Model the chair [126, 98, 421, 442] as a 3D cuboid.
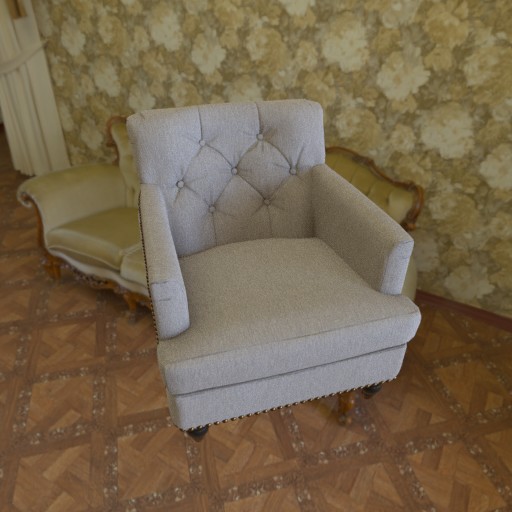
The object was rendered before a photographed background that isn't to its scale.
[{"bbox_3d":[0.000,0.000,1.505,0.737,0.823,0.902,-9,34,-14],"label":"chair"}]
